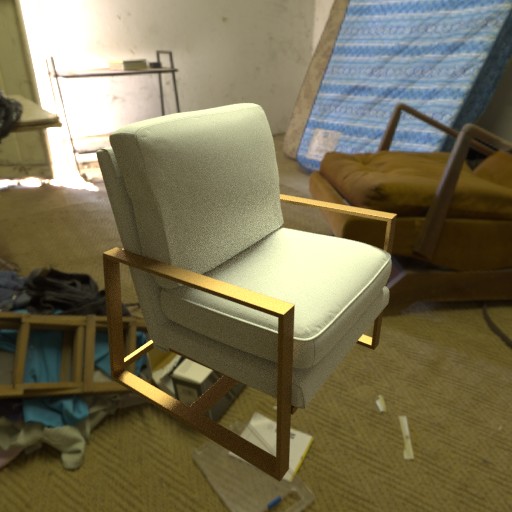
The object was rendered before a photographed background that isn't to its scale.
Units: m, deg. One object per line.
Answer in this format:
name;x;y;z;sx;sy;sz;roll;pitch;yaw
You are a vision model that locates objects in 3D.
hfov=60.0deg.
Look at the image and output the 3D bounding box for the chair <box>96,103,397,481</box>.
chair;0.000;0.000;1.586;0.813;0.966;0.805;17;31;31
